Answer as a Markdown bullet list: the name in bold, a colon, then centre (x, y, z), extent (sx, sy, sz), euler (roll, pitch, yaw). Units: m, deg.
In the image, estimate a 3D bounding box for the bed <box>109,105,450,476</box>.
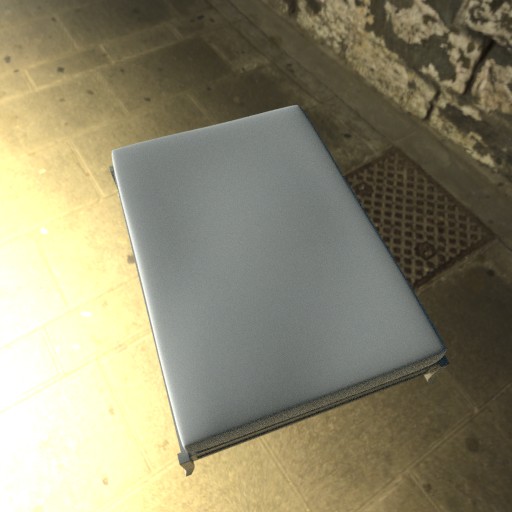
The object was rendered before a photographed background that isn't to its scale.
- **bed**: centre (0.000, 0.000, 2.684), extent (1.460, 0.510, 1.985), euler (-17, 59, -10)
